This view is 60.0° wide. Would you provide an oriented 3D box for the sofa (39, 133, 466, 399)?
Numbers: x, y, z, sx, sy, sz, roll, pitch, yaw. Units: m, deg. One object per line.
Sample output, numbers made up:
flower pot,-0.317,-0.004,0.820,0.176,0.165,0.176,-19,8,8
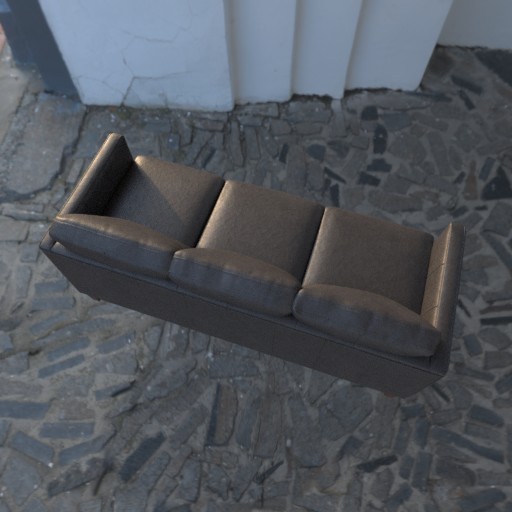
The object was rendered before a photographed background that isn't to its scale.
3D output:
sofa,0.000,0.000,2.990,2.464,1.006,1.045,16,63,9
